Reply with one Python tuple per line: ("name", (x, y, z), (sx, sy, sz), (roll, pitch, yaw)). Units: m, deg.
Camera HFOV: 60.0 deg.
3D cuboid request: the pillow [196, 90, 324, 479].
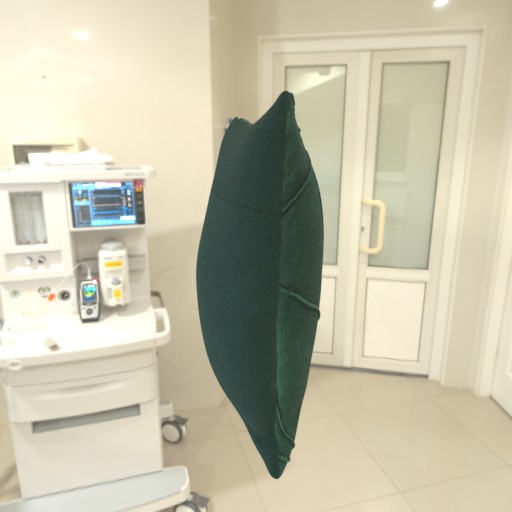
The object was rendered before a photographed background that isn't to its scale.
("pillow", (0.000, 0.000, 0.681), (0.184, 0.440, 0.439), (-2, 15, -9))
